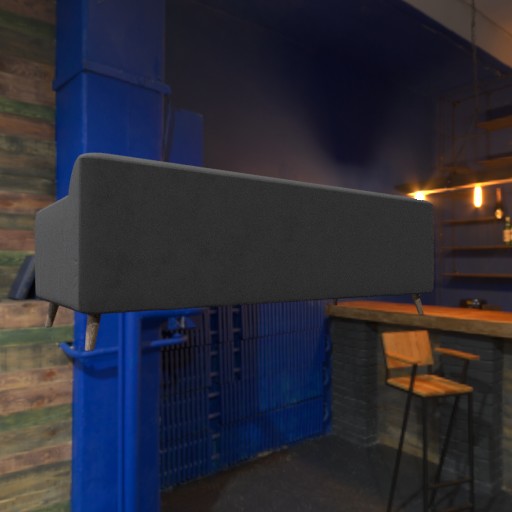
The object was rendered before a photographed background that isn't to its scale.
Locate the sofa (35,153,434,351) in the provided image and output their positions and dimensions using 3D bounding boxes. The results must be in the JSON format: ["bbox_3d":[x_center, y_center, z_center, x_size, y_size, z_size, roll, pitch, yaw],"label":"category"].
[{"bbox_3d":[0.000,0.000,2.569,2.190,0.740,0.900,1,-1,-36],"label":"sofa"}]
